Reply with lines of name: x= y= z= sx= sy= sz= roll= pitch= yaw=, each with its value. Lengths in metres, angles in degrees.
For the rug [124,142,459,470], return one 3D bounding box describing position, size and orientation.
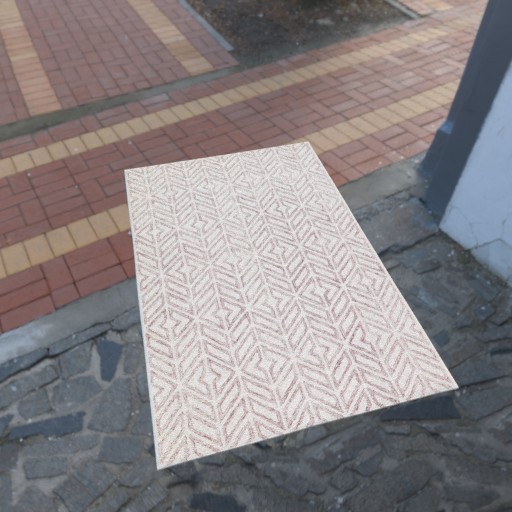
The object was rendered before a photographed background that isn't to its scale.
rug: x=0.000 y=0.000 z=2.288 sx=1.220 sy=0.007 sz=1.828 roll=-11 pitch=49 yaw=-10
